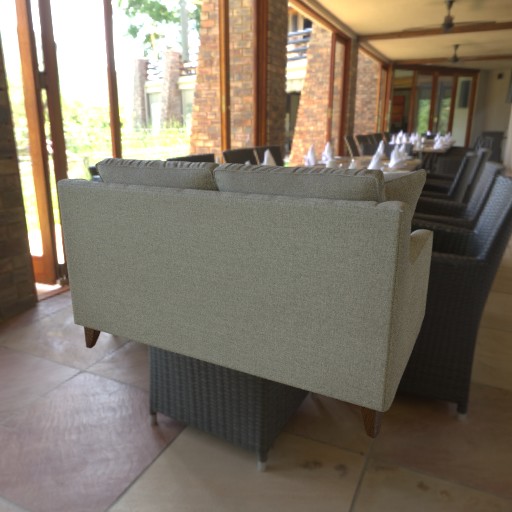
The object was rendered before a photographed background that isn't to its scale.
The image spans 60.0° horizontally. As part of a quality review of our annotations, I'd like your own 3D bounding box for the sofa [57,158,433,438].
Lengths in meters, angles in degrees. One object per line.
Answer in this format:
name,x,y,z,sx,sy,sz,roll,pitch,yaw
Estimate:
sofa,0.000,0.000,2.000,1.422,0.863,0.915,8,18,27
